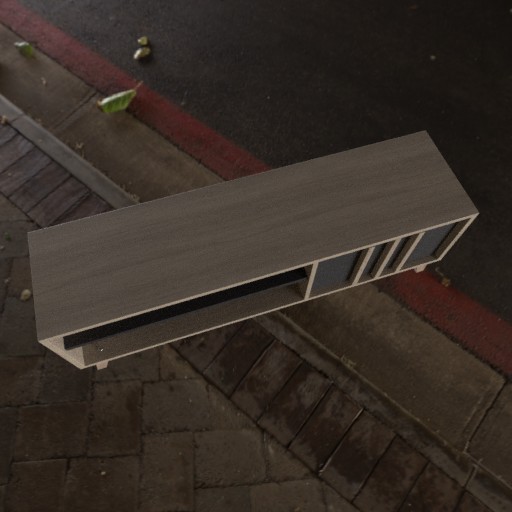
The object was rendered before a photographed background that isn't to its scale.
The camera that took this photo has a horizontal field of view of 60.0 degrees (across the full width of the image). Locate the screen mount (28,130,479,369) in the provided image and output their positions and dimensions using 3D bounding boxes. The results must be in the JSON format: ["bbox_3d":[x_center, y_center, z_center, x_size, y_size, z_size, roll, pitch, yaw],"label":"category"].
[{"bbox_3d":[0.000,0.000,1.746,1.500,0.509,0.401,-16,64,-8],"label":"screen mount"}]
